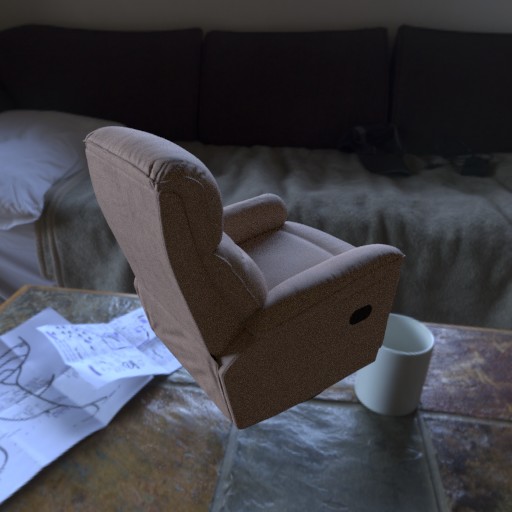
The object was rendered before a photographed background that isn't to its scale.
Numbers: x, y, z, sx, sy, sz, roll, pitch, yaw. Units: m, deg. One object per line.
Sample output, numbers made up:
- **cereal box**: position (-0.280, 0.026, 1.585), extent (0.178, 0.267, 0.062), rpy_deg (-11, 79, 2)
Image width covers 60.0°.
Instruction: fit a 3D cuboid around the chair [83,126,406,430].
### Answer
- **chair**: position (0.000, 0.000, 1.719), extent (1.004, 1.037, 0.820), rpy_deg (-19, 33, -32)
